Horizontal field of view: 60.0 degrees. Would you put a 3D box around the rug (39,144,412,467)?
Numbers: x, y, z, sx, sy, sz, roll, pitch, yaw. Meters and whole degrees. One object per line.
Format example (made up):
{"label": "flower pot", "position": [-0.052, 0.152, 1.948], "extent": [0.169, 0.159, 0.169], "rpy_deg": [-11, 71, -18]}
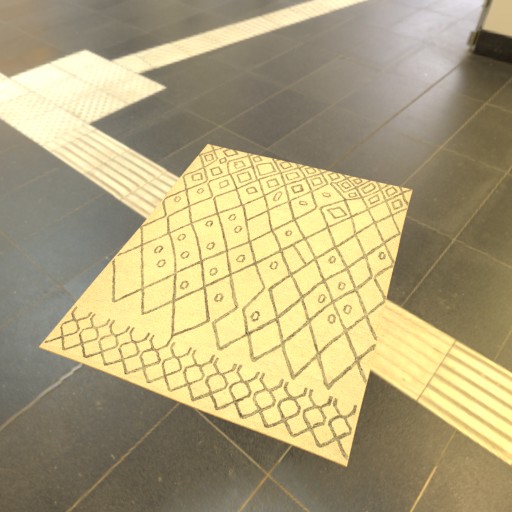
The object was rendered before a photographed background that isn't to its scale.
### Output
{"label": "rug", "position": [0.000, 0.000, 4.114], "extent": [2.446, 0.015, 3.046], "rpy_deg": [16, 49, 14]}
